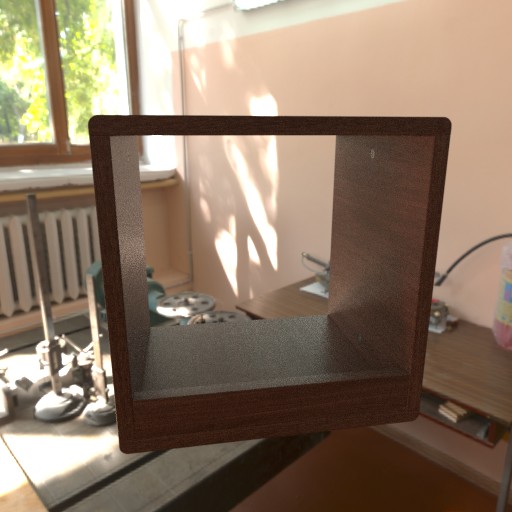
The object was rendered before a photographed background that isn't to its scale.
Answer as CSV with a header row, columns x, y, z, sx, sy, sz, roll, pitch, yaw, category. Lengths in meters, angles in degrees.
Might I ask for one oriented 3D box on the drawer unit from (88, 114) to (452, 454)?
x,y,z,sx,sy,sz,roll,pitch,yaw,category
0.000,0.000,0.599,0.349,0.351,0.290,-3,16,-9,drawer unit
